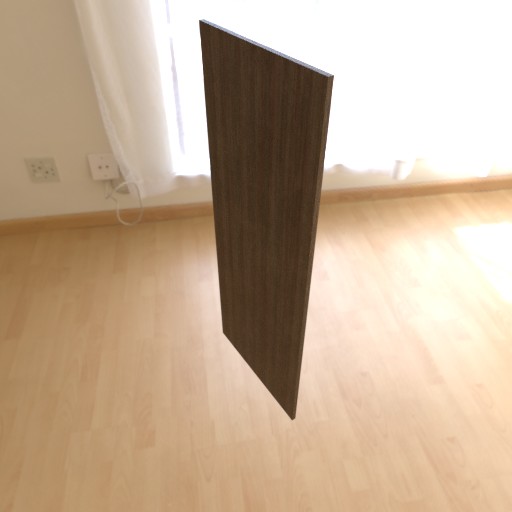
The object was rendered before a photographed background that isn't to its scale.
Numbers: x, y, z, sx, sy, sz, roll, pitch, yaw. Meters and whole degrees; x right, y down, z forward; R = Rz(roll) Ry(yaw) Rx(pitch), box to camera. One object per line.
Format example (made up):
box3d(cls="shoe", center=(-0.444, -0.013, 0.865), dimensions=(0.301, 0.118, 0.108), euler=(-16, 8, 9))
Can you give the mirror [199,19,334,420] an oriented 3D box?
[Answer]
box3d(cls="mirror", center=(0.000, 0.000, 2.263), dimensions=(0.025, 2.032, 0.812), euler=(-24, 46, -25))
